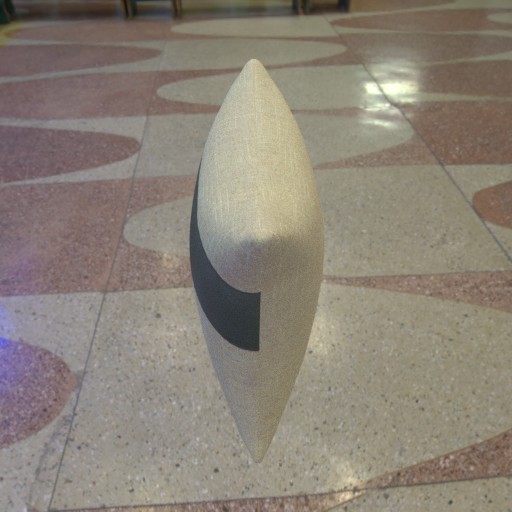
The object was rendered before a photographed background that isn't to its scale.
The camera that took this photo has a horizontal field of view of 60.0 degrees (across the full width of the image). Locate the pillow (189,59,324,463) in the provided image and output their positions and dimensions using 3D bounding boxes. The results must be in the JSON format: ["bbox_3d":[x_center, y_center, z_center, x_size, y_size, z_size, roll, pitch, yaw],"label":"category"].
[{"bbox_3d":[0.000,0.000,0.617,0.173,0.399,0.414,-1,42,-1],"label":"pillow"}]
